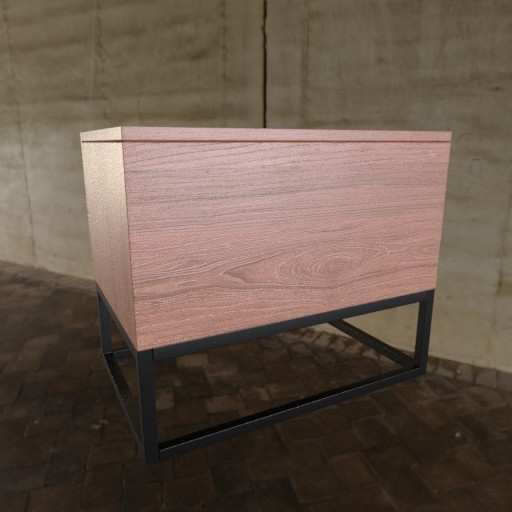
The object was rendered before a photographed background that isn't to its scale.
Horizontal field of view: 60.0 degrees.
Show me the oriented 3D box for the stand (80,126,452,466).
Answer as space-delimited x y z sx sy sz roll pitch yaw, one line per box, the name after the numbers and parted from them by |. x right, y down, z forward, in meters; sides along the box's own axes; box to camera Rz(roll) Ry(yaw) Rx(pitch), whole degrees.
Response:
0.000 0.000 0.927 0.600 0.500 0.420 -7 16 -27 | stand
